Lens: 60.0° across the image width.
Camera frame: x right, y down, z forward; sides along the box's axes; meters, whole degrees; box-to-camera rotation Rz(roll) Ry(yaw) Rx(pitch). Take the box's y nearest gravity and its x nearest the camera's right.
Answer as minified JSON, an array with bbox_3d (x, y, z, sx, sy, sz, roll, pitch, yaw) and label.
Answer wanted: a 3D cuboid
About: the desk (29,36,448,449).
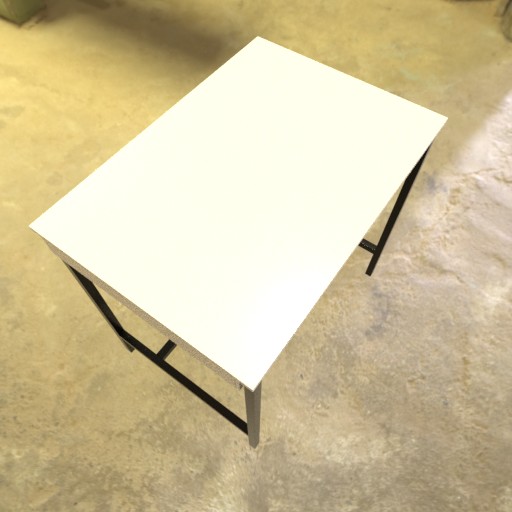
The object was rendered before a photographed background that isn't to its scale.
[{"bbox_3d":[0.000,0.000,1.325,0.573,0.766,0.811,32,64,18],"label":"desk"}]
